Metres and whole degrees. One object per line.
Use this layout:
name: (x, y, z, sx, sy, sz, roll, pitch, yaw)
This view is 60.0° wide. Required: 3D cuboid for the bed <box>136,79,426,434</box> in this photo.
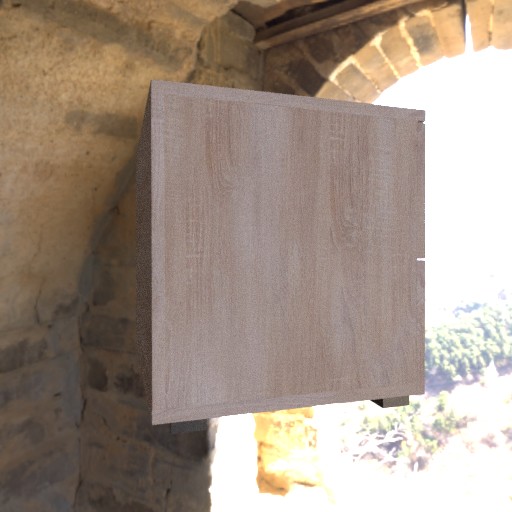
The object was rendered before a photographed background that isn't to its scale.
bed: (0.000, 0.000, 0.798, 0.401, 0.420, 0.460, 0, 1, -17)
